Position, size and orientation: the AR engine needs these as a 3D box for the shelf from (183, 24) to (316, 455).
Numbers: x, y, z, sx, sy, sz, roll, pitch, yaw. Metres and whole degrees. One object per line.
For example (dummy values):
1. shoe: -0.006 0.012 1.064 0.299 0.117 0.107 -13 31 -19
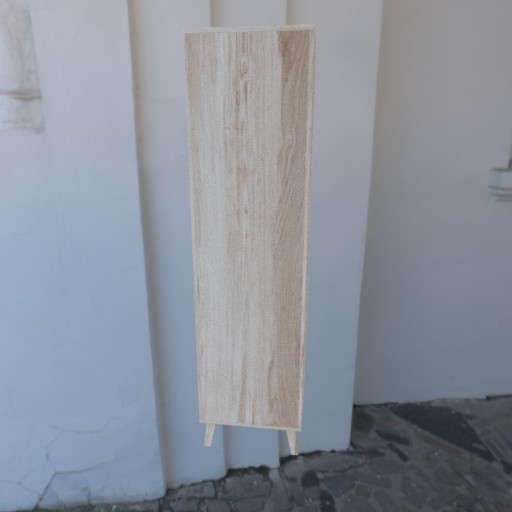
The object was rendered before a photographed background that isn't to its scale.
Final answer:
1. shelf: 0.000 0.000 2.183 0.510 1.960 0.450 2 16 8
